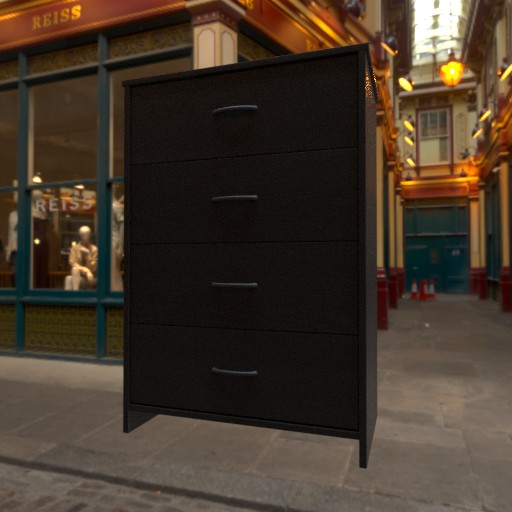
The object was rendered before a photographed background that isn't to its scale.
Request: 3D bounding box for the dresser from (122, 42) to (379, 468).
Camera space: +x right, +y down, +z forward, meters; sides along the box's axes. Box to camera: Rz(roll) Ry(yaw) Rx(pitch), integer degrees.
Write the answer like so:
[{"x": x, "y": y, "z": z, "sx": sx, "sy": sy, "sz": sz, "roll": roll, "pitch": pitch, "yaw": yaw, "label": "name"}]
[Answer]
[{"x": 0.000, "y": 0.000, "z": 1.345, "sx": 0.700, "sy": 1.020, "sz": 0.398, "roll": 0, "pitch": -1, "yaw": 19, "label": "dresser"}]
